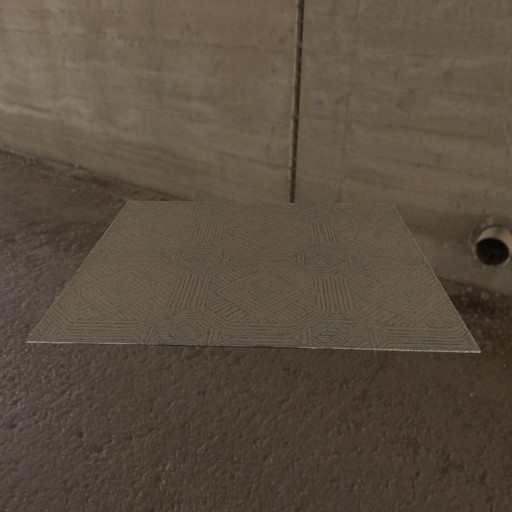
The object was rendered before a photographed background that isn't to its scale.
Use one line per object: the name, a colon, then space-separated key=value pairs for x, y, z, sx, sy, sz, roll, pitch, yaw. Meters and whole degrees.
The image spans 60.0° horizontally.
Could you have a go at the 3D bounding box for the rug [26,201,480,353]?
rug: x=0.000 y=0.000 z=4.024 sx=3.049 sy=0.015 sz=2.457 roll=1 pitch=30 yaw=2
